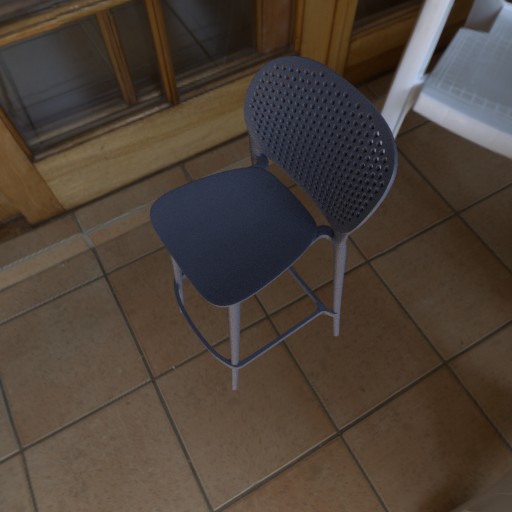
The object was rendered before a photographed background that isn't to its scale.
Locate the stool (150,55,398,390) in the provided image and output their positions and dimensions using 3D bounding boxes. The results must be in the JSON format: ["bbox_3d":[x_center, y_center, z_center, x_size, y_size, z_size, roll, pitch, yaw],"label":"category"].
[{"bbox_3d":[0.000,0.000,1.372,0.535,1.045,0.536,-32,67,-16],"label":"stool"}]
